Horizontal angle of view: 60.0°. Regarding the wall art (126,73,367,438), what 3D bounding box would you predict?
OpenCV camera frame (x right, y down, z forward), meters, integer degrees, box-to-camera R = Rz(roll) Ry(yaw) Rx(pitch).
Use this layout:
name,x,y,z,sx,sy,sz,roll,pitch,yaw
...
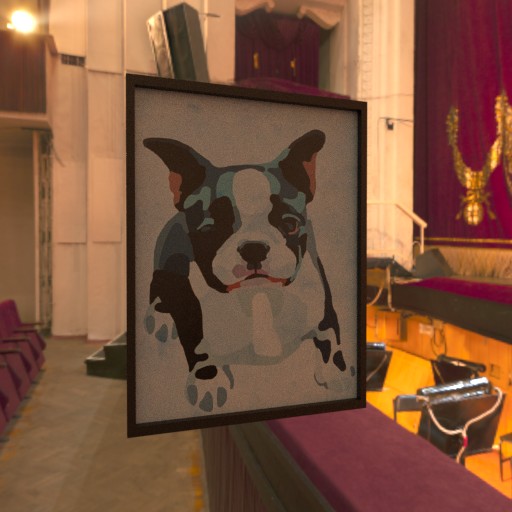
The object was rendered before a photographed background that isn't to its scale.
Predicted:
name,x,y,z,sx,sy,sz,roll,pitch,yaw
wall art,0.000,0.000,1.379,0.774,1.027,0.030,0,1,-18
